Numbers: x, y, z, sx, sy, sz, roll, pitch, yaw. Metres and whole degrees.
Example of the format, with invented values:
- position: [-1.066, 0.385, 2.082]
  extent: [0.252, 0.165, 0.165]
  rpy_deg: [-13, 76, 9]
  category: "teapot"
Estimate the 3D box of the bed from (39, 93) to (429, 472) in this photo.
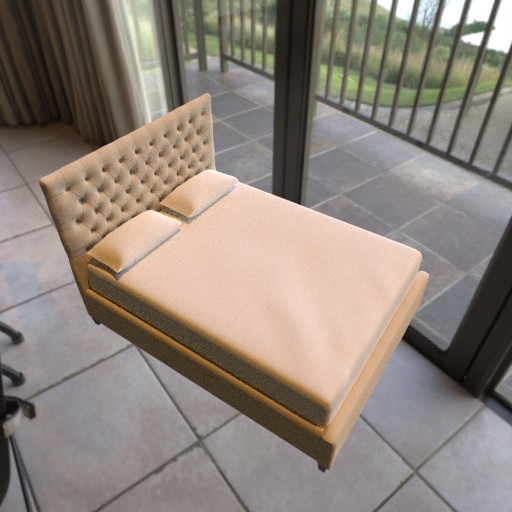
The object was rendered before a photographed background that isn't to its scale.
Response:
- position: [0.000, 0.000, 3.308]
  extent: [2.233, 1.426, 1.696]
  rpy_deg: [25, 48, 25]
  category: "bed"
